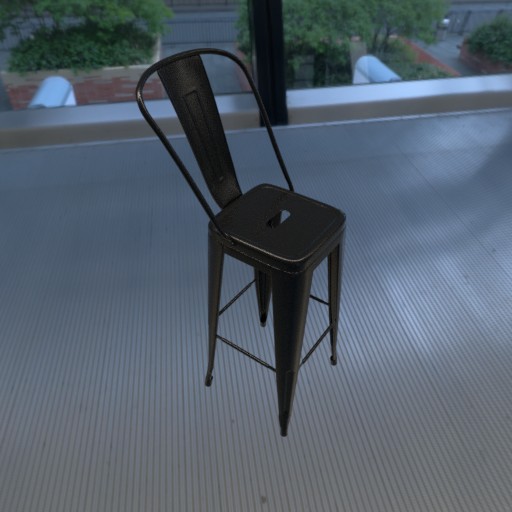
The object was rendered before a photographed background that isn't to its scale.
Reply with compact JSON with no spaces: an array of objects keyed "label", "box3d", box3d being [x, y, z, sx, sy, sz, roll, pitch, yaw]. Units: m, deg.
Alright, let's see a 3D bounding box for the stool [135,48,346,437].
[{"label":"stool","box3d":[0.000,0.000,1.366,0.513,1.096,0.399,25,46,27]}]
